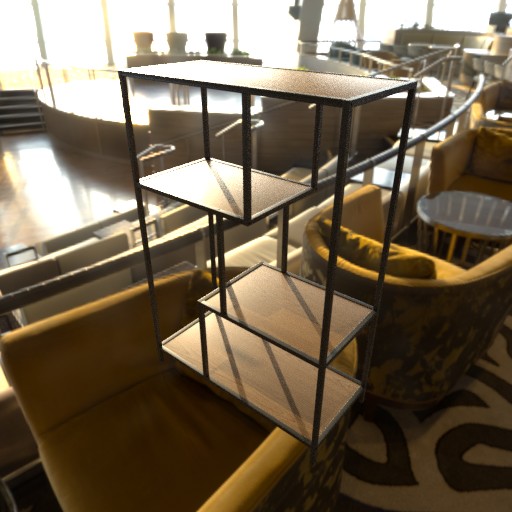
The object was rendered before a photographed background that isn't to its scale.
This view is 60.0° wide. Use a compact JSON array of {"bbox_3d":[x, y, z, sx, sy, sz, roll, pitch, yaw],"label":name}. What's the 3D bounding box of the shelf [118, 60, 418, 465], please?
[{"bbox_3d":[0.000,0.000,1.493,0.770,1.138,0.350,22,36,33],"label":"shelf"}]
